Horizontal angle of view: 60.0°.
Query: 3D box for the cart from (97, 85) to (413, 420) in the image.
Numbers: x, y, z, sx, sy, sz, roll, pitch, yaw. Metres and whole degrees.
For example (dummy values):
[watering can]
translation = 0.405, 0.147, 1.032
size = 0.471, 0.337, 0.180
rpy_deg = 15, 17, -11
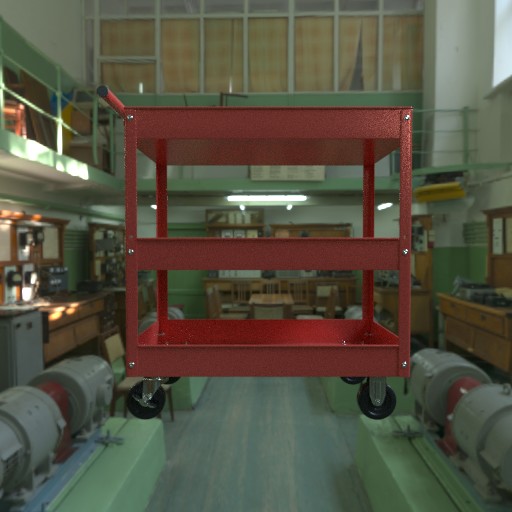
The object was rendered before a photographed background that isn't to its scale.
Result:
[cart]
translation = 0.000, 0.000, 1.191
size = 0.719, 0.780, 0.366
rpy_deg = 0, 2, 0
